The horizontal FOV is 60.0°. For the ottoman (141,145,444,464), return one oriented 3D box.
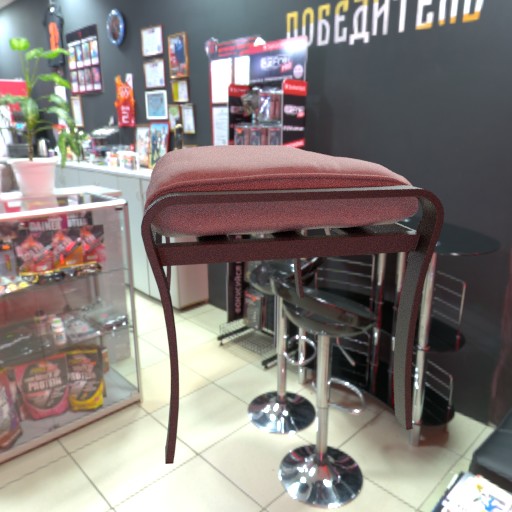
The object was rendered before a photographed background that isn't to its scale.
[{"bbox_3d":[0.000,0.000,0.895,0.406,0.422,0.610,-3,17,-11],"label":"ottoman"}]
